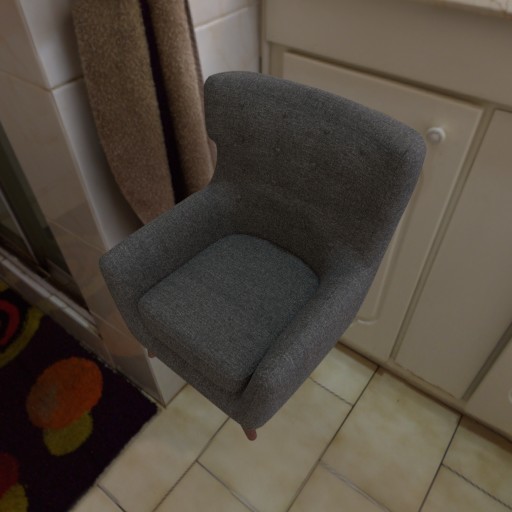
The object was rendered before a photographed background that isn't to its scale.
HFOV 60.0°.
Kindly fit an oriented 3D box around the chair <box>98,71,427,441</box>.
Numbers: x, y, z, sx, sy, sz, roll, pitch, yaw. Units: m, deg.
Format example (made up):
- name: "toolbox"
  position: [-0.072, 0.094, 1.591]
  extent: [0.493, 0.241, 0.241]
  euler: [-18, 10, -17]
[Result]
- name: "chair"
  position: [0.000, 0.000, 1.748]
  extent: [0.878, 1.063, 0.904]
  euler: [30, 53, 26]
